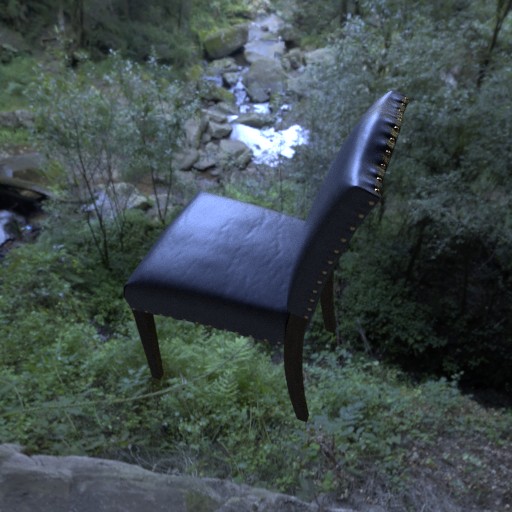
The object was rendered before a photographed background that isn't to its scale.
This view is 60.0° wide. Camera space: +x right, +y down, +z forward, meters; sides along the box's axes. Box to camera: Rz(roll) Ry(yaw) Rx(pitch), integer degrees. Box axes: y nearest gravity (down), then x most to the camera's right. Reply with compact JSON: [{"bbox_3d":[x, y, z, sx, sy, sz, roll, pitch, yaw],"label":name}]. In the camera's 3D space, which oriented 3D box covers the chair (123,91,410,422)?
[{"bbox_3d":[0.000,0.000,1.321,0.633,0.991,0.500,15,47,15],"label":"chair"}]
